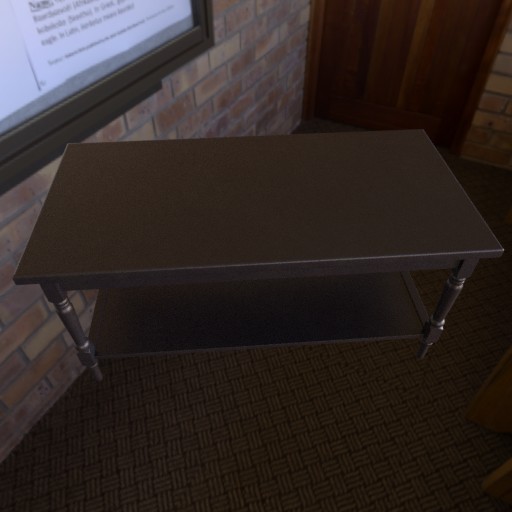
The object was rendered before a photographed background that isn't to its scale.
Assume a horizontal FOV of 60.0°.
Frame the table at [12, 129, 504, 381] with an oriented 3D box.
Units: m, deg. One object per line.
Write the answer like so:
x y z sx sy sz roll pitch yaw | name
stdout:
0.000 0.000 1.364 1.107 0.510 0.550 -3 45 -3 | table
